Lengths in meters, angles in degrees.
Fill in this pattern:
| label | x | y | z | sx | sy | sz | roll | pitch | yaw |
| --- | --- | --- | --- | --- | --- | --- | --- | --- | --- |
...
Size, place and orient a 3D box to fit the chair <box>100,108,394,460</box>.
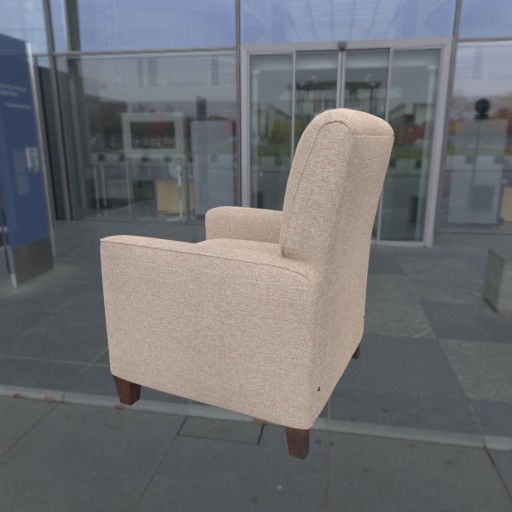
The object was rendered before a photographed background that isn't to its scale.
| label | x | y | z | sx | sy | sz | roll | pitch | yaw |
| --- | --- | --- | --- | --- | --- | --- | --- | --- | --- |
| chair | 0.000 | 0.000 | 1.679 | 0.858 | 1.028 | 0.841 | 7 | 16 | 24 |
